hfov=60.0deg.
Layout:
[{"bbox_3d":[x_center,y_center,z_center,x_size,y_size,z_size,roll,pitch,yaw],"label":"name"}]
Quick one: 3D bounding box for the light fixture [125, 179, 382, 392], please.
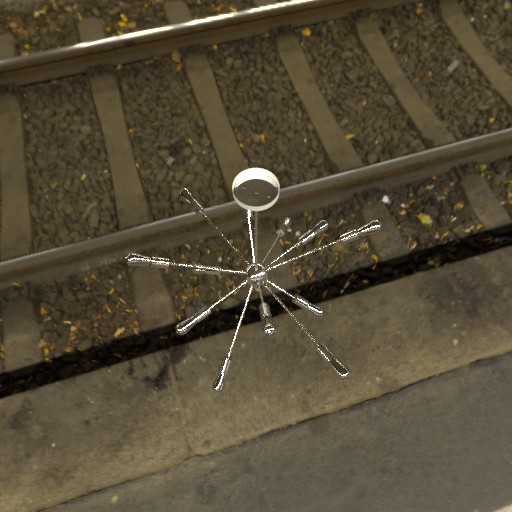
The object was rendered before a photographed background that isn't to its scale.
[{"bbox_3d":[0.000,0.000,1.059,0.509,0.558,0.684,-36,68,-16],"label":"light fixture"}]
